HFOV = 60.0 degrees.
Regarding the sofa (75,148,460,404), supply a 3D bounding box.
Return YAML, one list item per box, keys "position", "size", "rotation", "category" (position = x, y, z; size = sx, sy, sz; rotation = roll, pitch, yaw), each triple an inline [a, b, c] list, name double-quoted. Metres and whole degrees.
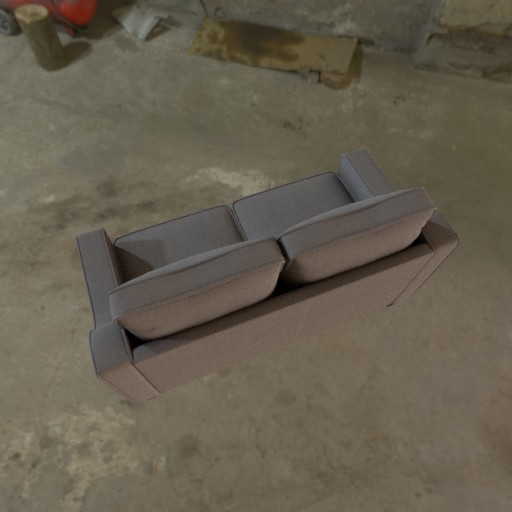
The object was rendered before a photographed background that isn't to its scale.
- position: [0.000, 0.000, 2.075]
  size: [1.500, 0.948, 0.791]
  rotation: [-19, 61, -11]
  category: "sofa"
